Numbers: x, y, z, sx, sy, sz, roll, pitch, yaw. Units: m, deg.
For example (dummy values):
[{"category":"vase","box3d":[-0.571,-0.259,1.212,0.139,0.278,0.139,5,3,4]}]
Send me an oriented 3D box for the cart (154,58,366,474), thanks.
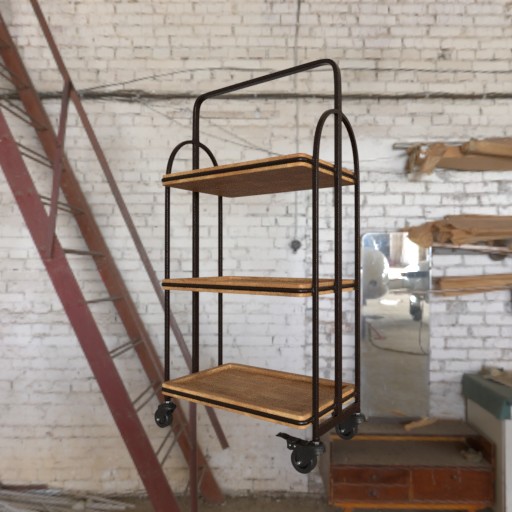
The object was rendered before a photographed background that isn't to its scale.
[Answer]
[{"category":"cart","box3d":[0.000,0.000,1.255,0.553,1.001,0.327,0,-1,36]}]
